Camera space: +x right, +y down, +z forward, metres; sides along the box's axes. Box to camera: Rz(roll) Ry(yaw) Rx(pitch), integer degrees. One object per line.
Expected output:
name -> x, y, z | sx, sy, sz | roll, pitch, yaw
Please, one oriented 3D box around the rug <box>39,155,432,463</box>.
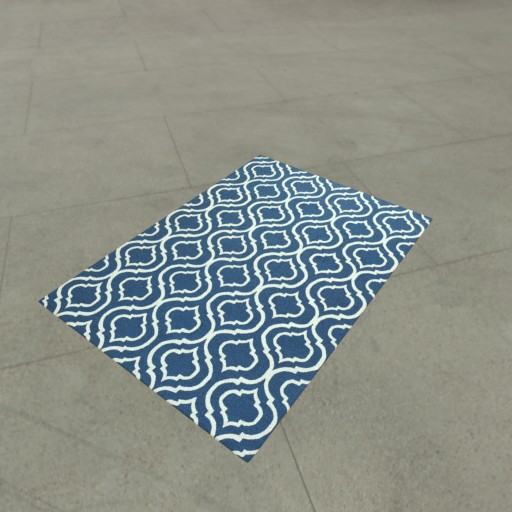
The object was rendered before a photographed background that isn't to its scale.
rug -> 0.000, 0.000, 2.835 | 1.524, 0.010, 2.134 | 27, 48, 27
